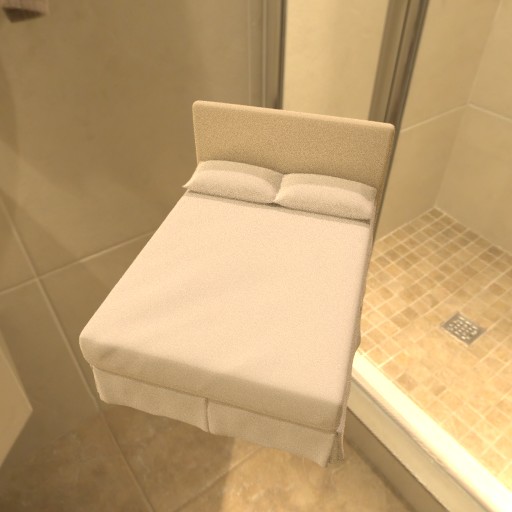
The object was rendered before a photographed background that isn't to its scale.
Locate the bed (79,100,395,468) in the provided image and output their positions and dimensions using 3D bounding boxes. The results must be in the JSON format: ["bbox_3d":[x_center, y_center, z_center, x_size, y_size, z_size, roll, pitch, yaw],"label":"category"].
[{"bbox_3d":[0.000,0.000,3.222,1.714,1.330,2.147,11,43,12],"label":"bed"}]
